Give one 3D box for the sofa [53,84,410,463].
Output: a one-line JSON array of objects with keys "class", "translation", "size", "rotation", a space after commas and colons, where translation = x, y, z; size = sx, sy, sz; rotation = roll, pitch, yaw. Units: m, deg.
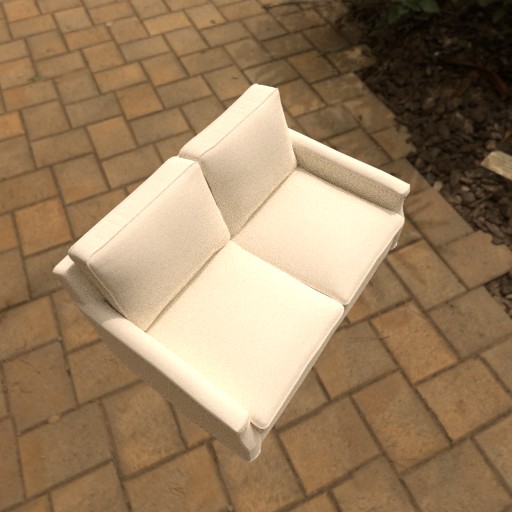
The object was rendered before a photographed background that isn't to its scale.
[{"class": "sofa", "translation": [0.000, 0.000, 2.327], "size": [1.084, 1.003, 1.597], "rotation": [31, 62, 18]}]
